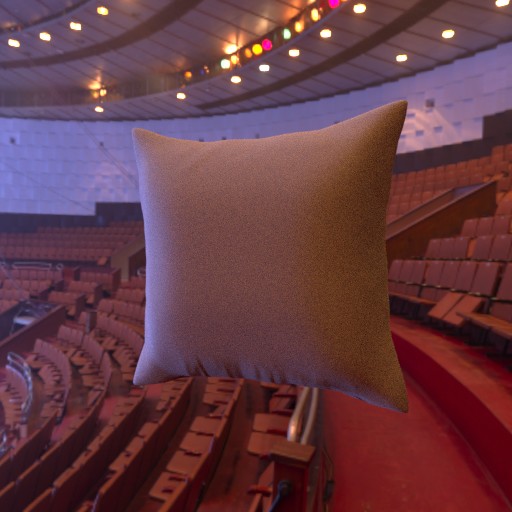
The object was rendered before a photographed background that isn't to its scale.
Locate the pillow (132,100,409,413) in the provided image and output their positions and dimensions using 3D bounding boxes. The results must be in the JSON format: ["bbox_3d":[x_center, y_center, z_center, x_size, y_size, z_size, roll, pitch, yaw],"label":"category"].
[{"bbox_3d":[0.000,0.000,0.775,0.504,0.494,0.188,0,-1,18],"label":"pillow"}]
